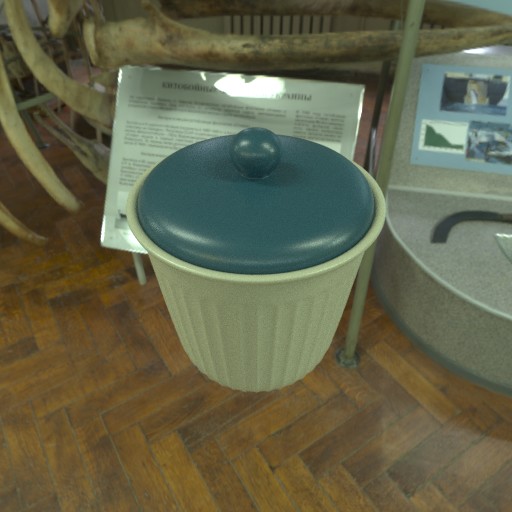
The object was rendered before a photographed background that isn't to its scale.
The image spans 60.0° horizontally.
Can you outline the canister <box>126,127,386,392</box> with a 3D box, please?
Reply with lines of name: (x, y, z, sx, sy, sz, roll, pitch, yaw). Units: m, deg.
canister: (0.000, 0.000, 0.353, 0.181, 0.211, 0.181, 0, 40, 0)
